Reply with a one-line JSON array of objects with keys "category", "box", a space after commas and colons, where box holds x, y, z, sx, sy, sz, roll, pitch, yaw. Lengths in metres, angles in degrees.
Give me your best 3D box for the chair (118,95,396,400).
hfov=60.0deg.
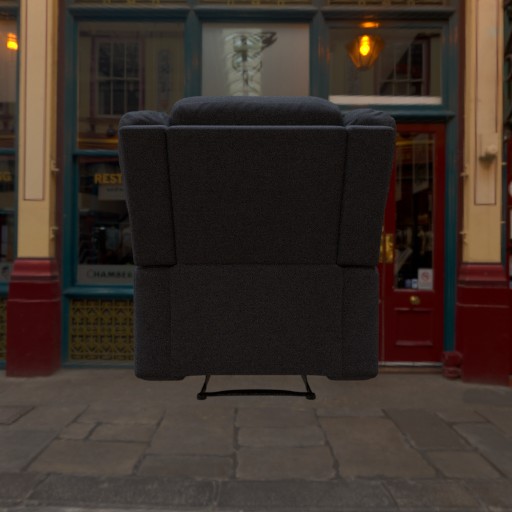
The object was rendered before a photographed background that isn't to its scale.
[{"category": "chair", "box": [0.000, 0.000, 1.730, 0.899, 1.008, 0.944, 0, -1, 0]}]
